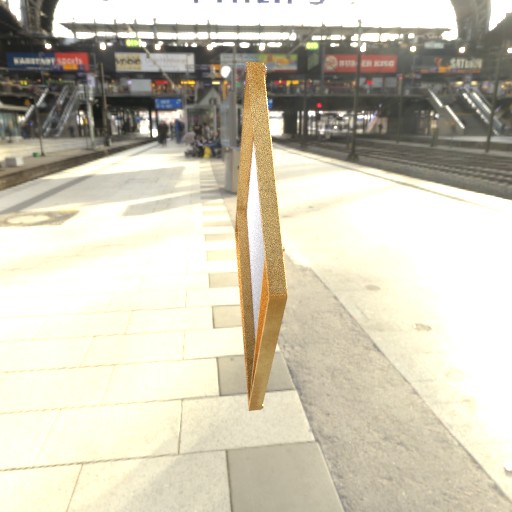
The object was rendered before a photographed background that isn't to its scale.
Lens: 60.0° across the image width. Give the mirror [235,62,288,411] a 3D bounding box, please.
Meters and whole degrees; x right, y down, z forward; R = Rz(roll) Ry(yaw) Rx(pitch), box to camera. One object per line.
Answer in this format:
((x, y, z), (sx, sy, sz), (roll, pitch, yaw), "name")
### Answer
((0.000, 0.000, 0.841), (0.032, 0.679, 0.419), (-3, 17, -9), "mirror")
